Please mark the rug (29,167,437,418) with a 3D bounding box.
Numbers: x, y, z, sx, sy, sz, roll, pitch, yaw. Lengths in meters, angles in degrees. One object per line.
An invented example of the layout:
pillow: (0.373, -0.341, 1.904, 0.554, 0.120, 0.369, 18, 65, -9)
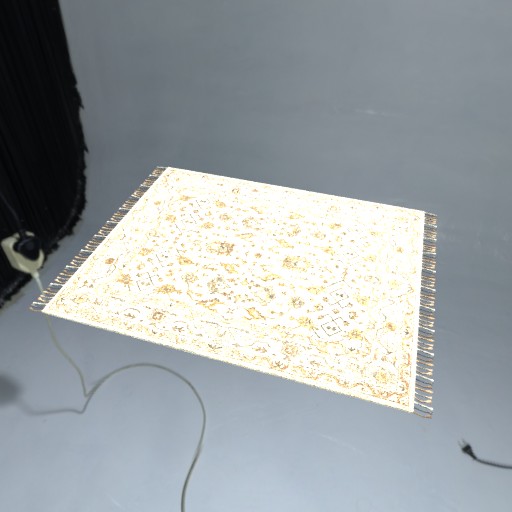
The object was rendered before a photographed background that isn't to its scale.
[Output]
rug: (0.000, 0.000, 2.224, 1.726, 0.009, 1.278, 12, 44, 13)
